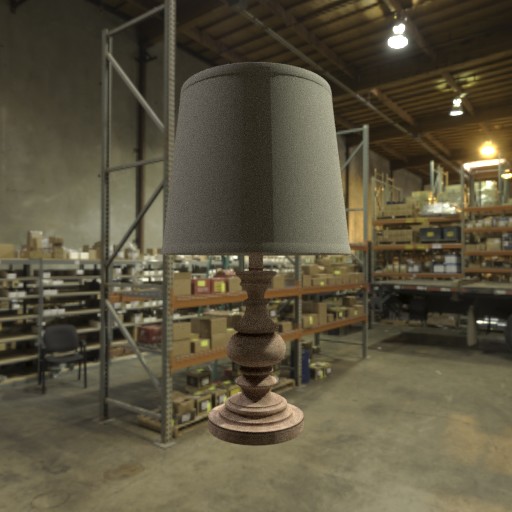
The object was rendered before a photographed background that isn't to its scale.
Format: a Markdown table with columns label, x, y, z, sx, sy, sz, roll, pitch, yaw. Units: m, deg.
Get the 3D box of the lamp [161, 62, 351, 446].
| label | x | y | z | sx | sy | sz | roll | pitch | yaw |
| --- | --- | --- | --- | --- | --- | --- | --- | --- | --- |
| lamp | 0.000 | 0.000 | 0.650 | 0.273 | 0.497 | 0.273 | 0 | -1 | 0 |
